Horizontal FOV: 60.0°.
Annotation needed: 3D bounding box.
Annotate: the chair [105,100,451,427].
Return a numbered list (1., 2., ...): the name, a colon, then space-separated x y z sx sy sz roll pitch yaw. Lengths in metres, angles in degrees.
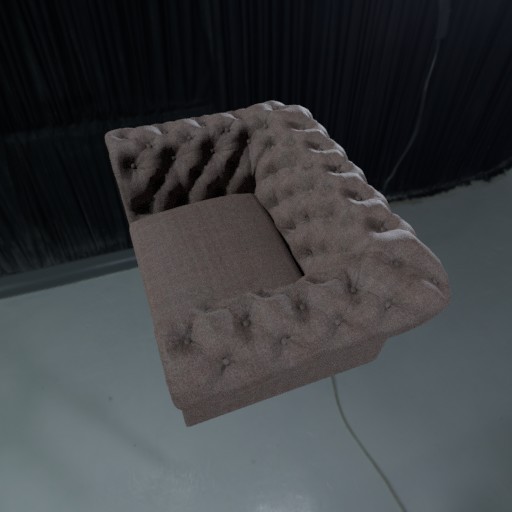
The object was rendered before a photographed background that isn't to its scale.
1. chair: 0.000 0.000 1.859 0.945 0.780 1.298 -15 49 -14
